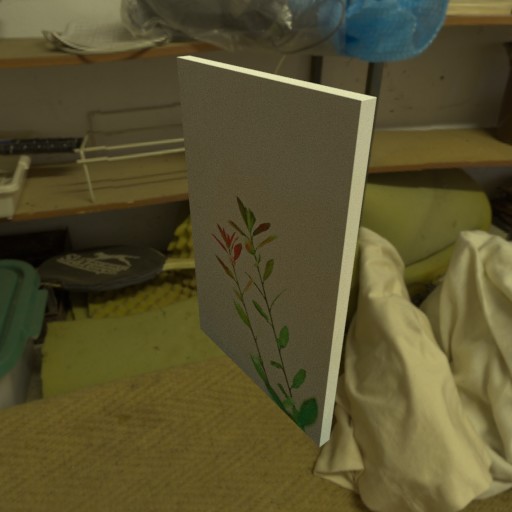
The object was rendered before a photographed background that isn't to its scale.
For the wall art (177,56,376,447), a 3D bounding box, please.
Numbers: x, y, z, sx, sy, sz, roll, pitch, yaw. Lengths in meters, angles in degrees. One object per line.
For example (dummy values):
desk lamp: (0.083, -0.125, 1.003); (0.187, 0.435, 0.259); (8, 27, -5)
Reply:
wall art: (0.000, 0.000, 1.182); (0.039, 0.915, 0.612); (-22, 38, -31)
